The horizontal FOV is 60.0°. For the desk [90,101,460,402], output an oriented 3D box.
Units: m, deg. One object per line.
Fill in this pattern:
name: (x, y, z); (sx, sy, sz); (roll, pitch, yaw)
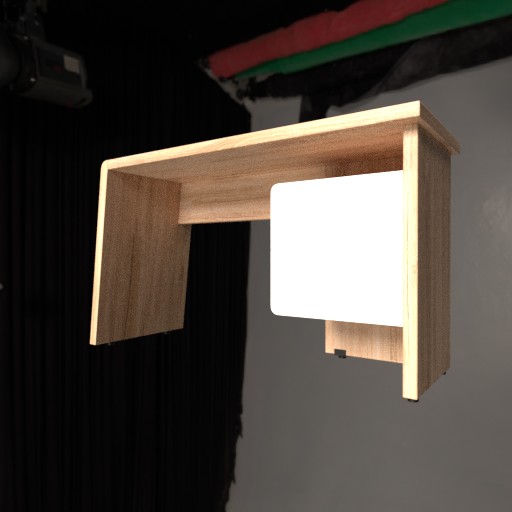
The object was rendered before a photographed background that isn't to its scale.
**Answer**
desk: (0.000, 0.000, 1.636); (1.300, 0.750, 0.500); (0, 0, 35)
